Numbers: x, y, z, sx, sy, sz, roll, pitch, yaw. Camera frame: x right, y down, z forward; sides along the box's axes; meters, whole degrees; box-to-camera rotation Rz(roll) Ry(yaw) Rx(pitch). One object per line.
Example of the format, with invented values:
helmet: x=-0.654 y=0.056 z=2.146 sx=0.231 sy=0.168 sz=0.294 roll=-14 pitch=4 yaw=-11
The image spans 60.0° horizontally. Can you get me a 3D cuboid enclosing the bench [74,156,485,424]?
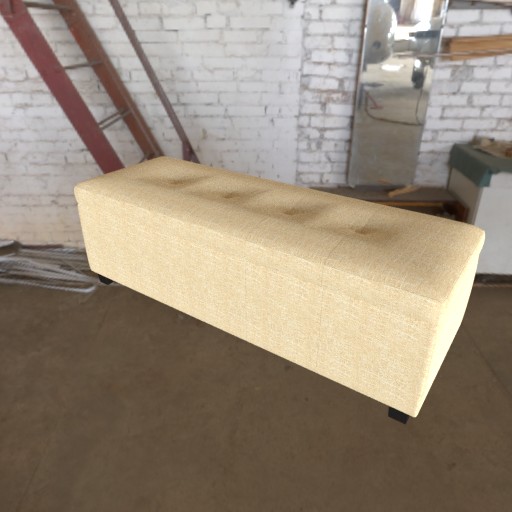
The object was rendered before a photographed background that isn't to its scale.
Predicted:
bench: x=0.000 y=0.000 z=1.421 sx=1.219 sy=0.406 sz=0.432 roll=18 pitch=33 yaw=30
